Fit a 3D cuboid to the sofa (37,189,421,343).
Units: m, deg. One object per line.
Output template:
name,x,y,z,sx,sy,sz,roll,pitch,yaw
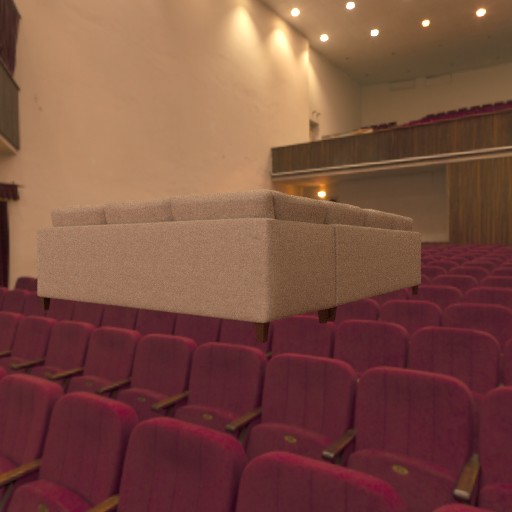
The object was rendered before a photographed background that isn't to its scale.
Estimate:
sofa,0.000,0.000,4.578,2.522,0.934,3.333,1,1,35
